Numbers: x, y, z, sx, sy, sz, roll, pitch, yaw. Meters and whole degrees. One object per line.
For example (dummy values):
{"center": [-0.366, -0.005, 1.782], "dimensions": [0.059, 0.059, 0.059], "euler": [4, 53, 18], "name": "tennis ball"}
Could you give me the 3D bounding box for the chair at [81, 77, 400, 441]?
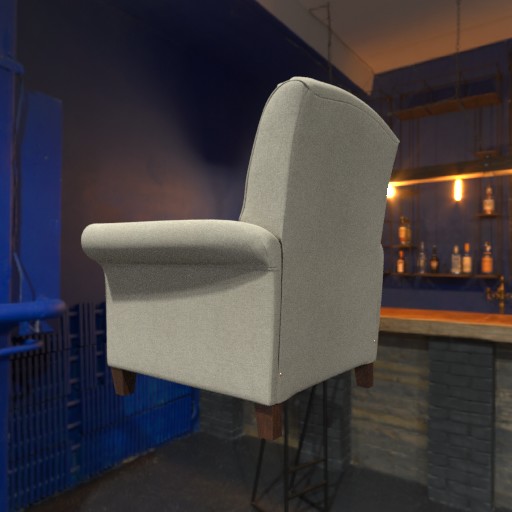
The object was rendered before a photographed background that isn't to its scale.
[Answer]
{"center": [0.000, 0.000, 1.742], "dimensions": [0.905, 1.061, 0.978], "euler": [-1, -1, 38], "name": "chair"}
